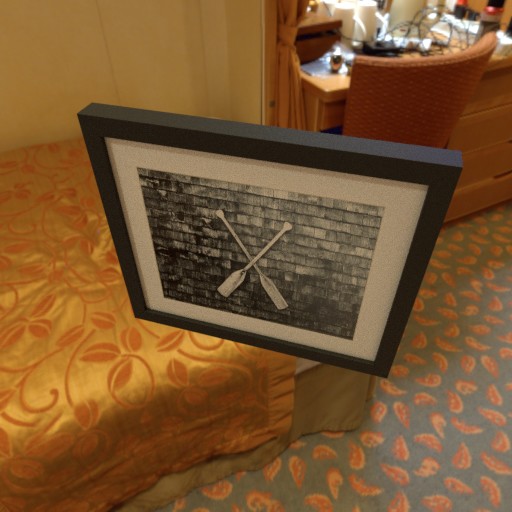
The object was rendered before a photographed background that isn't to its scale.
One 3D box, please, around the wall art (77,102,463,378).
[{"bbox_3d":[0.000,0.000,0.544,0.381,0.330,0.029,11,43,12],"label":"wall art"}]
